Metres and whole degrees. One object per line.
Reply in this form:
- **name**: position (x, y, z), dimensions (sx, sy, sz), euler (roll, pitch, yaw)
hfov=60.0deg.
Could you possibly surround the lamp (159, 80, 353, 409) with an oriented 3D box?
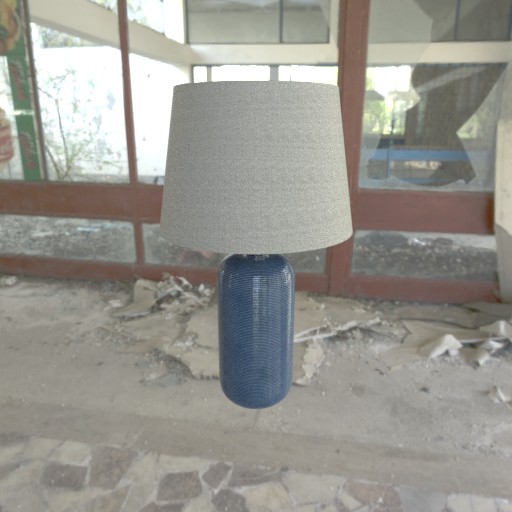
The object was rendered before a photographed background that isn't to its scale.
- **lamp**: position (0.000, 0.000, 0.603), dimensions (0.253, 0.428, 0.253), euler (0, 17, 0)
